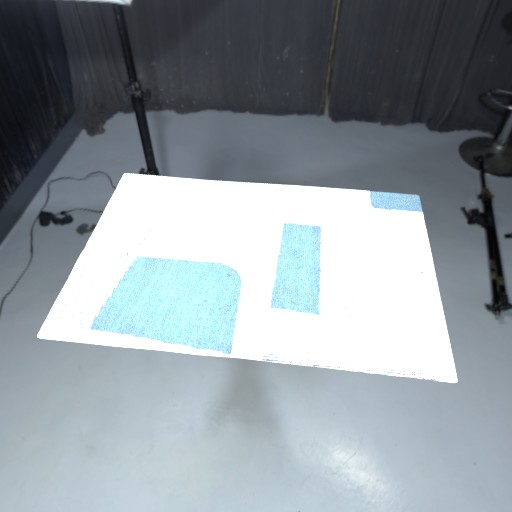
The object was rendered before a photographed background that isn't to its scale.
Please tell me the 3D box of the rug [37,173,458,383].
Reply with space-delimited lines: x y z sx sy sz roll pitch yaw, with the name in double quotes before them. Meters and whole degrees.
"rug" 0.000 0.000 2.346 1.847 0.020 1.238 5 47 5
